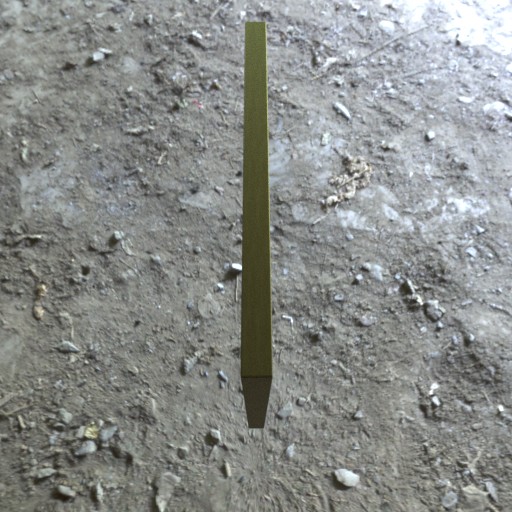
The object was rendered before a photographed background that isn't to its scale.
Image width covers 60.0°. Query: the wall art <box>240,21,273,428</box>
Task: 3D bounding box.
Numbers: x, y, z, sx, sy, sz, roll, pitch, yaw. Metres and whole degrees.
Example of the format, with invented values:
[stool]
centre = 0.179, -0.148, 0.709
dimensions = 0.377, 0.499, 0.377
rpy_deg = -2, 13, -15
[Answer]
[wall art]
centre = 0.000, 0.000, 0.753
dimensions = 0.031, 0.506, 0.503
rpy_deg = 0, 64, 0
